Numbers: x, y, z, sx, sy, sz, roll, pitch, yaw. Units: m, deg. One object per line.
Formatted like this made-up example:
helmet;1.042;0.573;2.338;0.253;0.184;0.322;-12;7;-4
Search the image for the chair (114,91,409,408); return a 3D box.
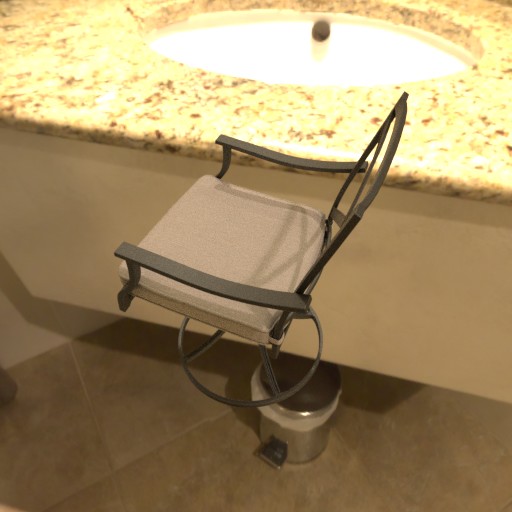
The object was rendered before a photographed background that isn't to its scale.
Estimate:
chair;0.000;0.000;1.292;0.620;0.889;0.575;17;48;16
